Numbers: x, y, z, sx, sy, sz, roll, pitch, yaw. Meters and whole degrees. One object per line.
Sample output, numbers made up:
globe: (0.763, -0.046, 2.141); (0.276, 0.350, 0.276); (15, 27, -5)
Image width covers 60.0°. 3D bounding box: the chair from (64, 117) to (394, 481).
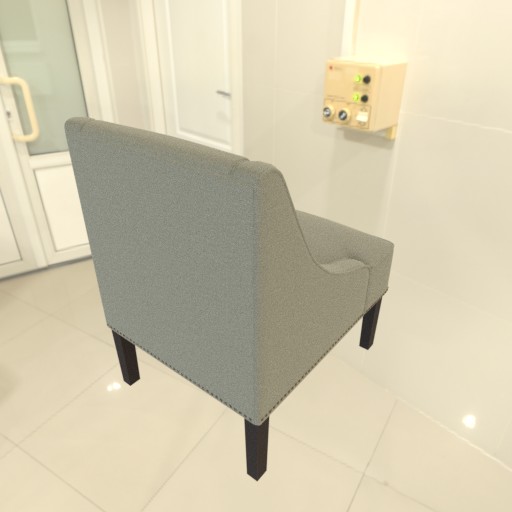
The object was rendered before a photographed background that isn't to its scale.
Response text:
chair: (0.000, 0.000, 1.345); (0.610, 0.864, 0.737); (22, 37, 33)
